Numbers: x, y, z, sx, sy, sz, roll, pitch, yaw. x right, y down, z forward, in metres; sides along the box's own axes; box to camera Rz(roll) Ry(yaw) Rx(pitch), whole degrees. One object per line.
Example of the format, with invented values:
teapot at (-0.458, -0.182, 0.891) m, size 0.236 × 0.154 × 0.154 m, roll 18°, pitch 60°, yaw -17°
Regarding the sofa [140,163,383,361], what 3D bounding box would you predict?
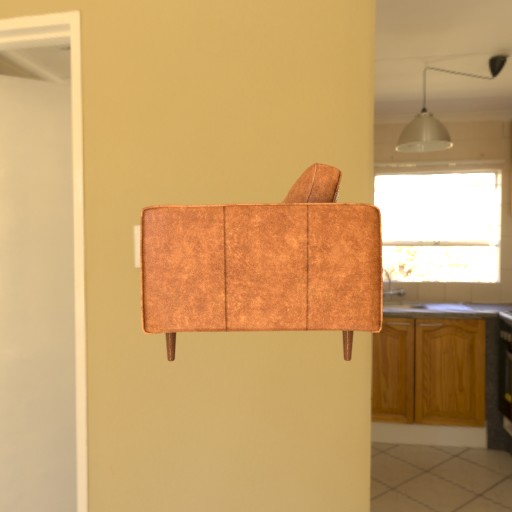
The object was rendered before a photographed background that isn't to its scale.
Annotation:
sofa at (0.000, 0.000, 2.638) m, size 0.886 × 0.779 × 2.199 m, roll 0°, pitch 1°, yaw 0°
